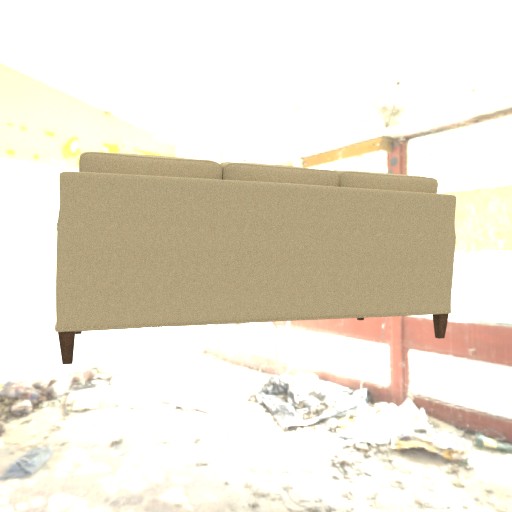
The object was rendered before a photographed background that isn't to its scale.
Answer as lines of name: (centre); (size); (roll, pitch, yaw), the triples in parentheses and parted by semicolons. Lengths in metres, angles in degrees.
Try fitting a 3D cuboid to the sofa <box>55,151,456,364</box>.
sofa: (0.000, 0.000, 2.763); (2.246, 1.003, 1.084); (0, -1, -19)
